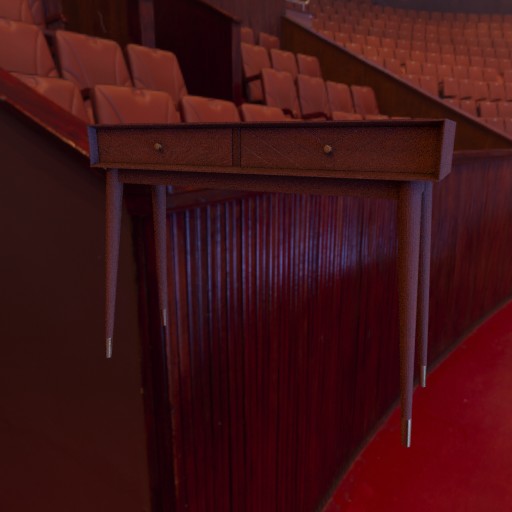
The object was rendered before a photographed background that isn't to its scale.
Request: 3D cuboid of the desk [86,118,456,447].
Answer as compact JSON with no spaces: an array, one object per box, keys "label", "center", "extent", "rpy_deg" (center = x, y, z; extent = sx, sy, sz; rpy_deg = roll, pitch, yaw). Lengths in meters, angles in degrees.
[{"label":"desk","center":[0.000,0.000,1.597],"extent":[1.204,0.917,0.384],"rpy_deg":[8,17,26]}]
